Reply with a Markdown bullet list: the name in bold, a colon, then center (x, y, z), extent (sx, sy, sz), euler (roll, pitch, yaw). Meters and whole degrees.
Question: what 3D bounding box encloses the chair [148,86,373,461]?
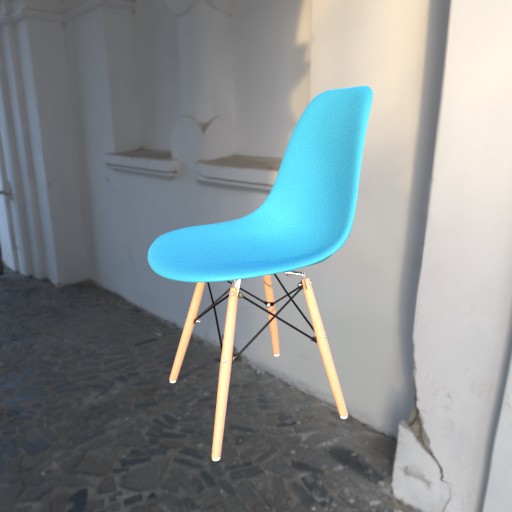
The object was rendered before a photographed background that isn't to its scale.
- **chair**: center (0.000, 0.000, 1.133), extent (0.531, 0.826, 0.470), euler (-8, 18, -25)
